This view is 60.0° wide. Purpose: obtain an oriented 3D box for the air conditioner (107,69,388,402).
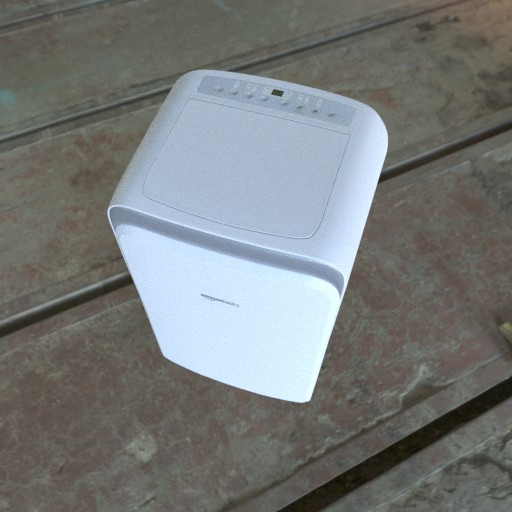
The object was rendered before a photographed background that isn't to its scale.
[{"bbox_3d":[0.000,0.000,1.086,0.478,0.765,0.467,16,59,10],"label":"air conditioner"}]
